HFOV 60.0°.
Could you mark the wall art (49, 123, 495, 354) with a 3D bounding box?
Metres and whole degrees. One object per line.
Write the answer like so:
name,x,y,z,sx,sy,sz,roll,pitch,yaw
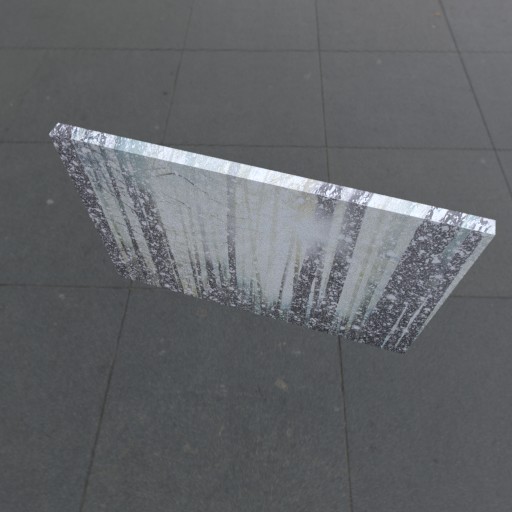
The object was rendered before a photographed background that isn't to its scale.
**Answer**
wall art,0.000,0.000,1.138,0.919,0.598,0.038,14,58,9
